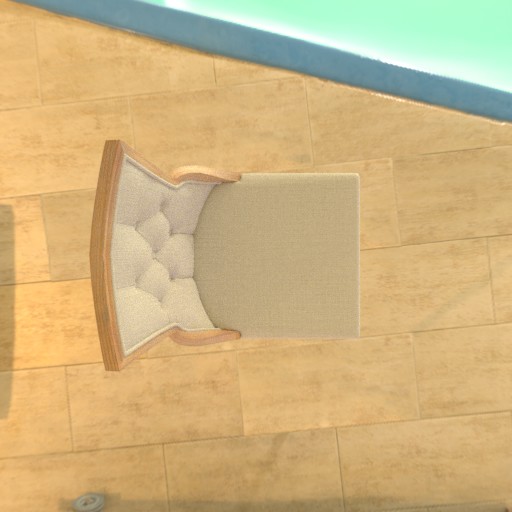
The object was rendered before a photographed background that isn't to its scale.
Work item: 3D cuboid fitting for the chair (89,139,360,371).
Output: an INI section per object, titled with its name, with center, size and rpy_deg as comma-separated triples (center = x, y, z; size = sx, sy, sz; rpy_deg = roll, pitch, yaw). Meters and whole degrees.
[chair]
center = 0.000, 0.000, 1.336
size = 0.641, 0.947, 0.524
rpy_deg = 0, 90, 1
